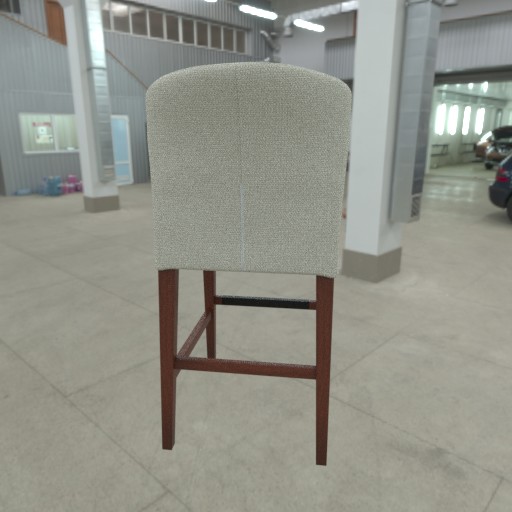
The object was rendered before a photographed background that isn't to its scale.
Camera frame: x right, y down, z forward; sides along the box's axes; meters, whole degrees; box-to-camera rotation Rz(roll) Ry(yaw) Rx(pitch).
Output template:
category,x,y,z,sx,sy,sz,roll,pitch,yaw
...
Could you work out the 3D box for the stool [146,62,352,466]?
category,x,y,z,sx,sy,sz,roll,pitch,yaw
stool,0.000,0.000,1.287,0.481,0.969,0.568,2,16,8
